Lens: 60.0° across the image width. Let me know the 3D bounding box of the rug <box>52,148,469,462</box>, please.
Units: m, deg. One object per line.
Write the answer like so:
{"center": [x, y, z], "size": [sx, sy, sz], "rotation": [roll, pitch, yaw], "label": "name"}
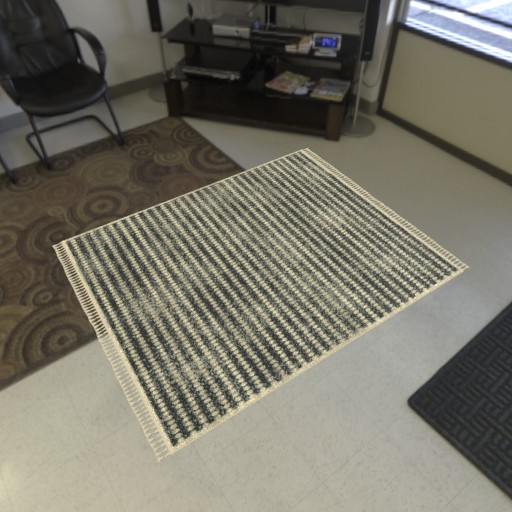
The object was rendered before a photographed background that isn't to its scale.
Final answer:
{"center": [0.000, 0.000, 3.892], "size": [2.910, 0.013, 2.256], "rotation": [-25, 51, -23], "label": "rug"}
